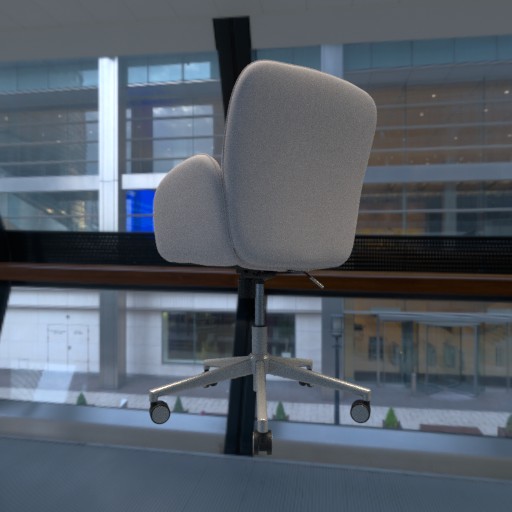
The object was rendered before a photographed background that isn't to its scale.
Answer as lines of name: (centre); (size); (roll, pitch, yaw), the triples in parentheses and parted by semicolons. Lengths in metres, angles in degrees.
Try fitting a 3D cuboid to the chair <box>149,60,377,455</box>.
chair: (0.000, 0.000, 1.395); (0.648, 0.959, 0.633); (0, 0, -37)
